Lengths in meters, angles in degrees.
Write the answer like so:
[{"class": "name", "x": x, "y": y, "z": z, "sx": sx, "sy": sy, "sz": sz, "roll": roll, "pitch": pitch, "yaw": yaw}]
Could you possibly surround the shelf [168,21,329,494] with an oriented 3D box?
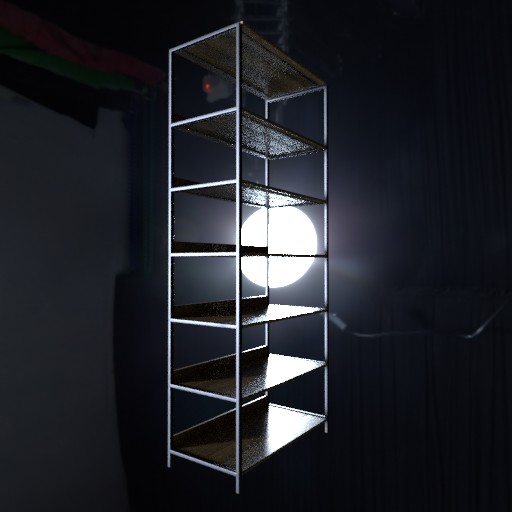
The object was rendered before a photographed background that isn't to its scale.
[{"class": "shelf", "x": 0.000, "y": 0.000, "z": 2.347, "sx": 0.431, "sy": 2.015, "sz": 0.847, "roll": -1, "pitch": -1, "yaw": 36}]
